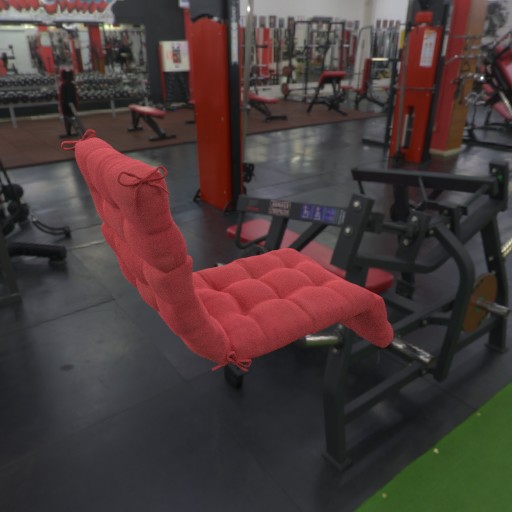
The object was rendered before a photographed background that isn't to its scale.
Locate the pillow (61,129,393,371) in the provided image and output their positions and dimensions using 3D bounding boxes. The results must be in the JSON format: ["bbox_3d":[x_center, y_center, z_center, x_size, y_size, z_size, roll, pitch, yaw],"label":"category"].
[{"bbox_3d":[0.000,0.000,1.510,1.016,0.863,0.526,-16,30,-31],"label":"pillow"}]
